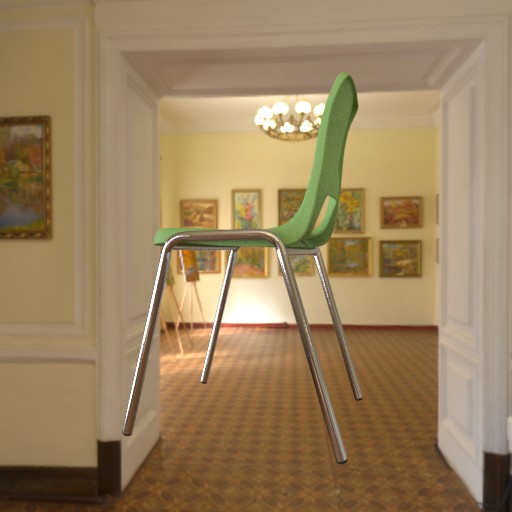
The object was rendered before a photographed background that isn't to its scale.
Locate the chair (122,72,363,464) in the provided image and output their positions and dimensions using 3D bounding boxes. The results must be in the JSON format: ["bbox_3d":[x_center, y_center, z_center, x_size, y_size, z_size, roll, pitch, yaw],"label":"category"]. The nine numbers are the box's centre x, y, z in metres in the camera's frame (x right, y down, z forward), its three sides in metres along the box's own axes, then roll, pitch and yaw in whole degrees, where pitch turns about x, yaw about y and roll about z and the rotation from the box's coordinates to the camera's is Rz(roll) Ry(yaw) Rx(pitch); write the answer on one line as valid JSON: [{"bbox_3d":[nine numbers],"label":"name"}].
[{"bbox_3d":[0.000,0.000,0.977,0.436,0.704,0.381,0,1,18],"label":"chair"}]
